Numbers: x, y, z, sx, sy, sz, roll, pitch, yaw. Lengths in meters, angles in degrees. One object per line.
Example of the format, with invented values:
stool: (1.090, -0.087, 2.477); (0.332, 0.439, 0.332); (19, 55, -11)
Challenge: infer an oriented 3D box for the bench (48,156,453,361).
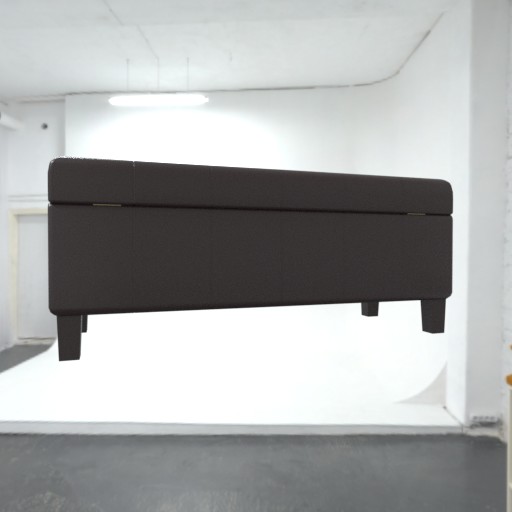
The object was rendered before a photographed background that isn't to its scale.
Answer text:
bench: (0.000, 0.000, 1.331); (1.092, 0.457, 0.429); (0, 1, -18)
